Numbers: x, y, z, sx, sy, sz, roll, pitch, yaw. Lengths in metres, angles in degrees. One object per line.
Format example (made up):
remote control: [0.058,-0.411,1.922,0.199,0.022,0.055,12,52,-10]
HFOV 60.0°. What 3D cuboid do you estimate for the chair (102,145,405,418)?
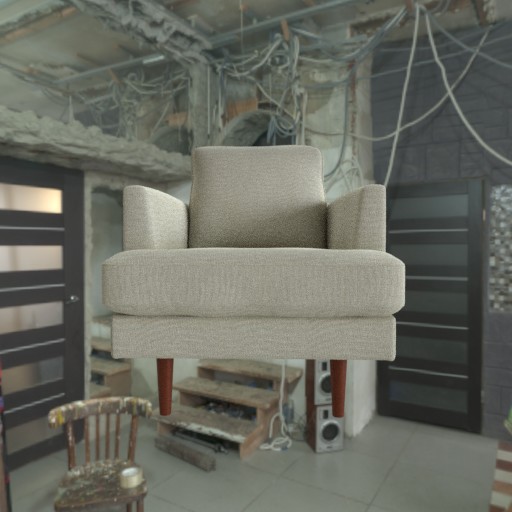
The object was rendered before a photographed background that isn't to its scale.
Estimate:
chair: [0.000,0.000,1.657,0.858,0.957,0.899,0,1,2]
